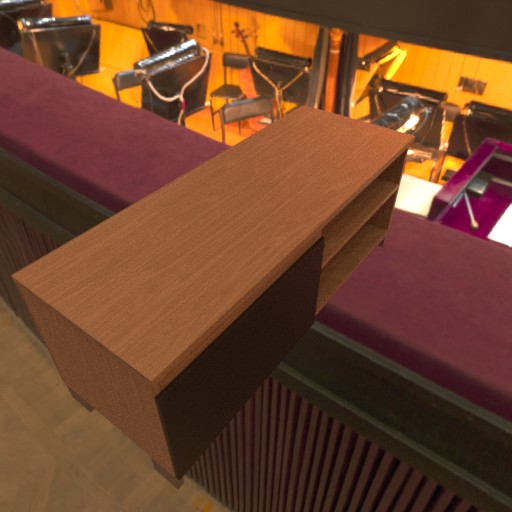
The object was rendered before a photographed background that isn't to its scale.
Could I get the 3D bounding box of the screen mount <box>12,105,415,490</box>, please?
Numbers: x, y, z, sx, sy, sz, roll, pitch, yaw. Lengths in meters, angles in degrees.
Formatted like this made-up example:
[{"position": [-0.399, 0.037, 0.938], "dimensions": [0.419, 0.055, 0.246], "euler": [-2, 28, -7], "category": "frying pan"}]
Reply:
[{"position": [0.000, 0.000, 1.255], "dimensions": [0.406, 0.432, 1.084], "euler": [26, 47, 27], "category": "screen mount"}]
